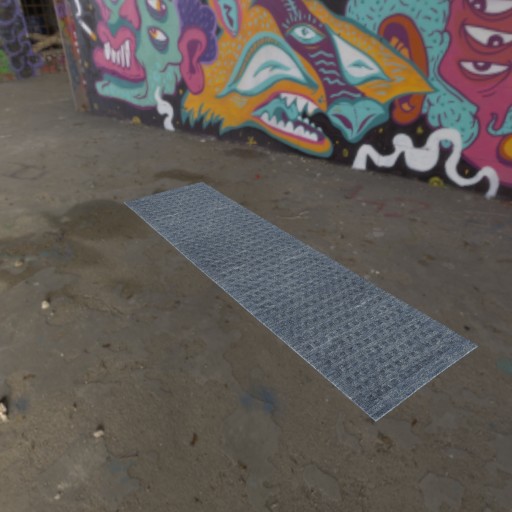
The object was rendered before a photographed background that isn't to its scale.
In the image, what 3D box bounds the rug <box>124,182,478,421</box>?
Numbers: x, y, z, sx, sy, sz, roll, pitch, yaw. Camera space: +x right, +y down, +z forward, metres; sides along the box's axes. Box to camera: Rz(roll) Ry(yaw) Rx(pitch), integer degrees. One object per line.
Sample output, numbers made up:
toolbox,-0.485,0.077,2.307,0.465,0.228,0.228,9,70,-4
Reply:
rug,0.000,0.000,2.664,0.688,0.008,2.443,-21,37,-30
